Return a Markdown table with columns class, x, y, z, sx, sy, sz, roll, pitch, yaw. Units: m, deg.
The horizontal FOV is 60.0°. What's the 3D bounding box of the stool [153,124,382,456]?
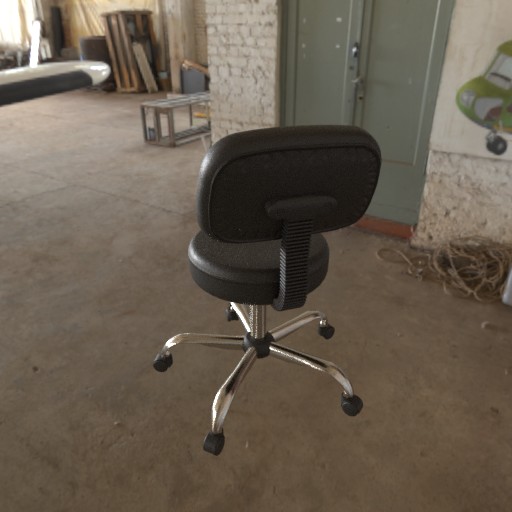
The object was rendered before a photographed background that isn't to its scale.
| class | x | y | z | sx | sy | sz | roll | pitch | yaw |
| --- | --- | --- | --- | --- | --- | --- | --- | --- | --- |
| stool | 0.000 | 0.000 | 1.327 | 0.673 | 0.862 | 0.648 | -9 | 28 | -16 |
